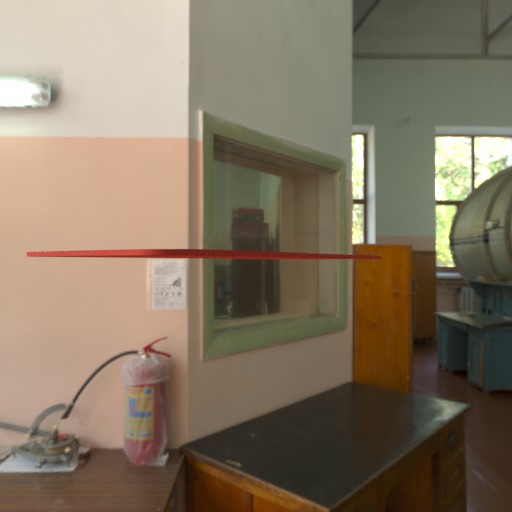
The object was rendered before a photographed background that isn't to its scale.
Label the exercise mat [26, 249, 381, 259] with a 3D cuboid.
[{"bbox_3d":[0.000,0.000,2.055,0.616,0.021,1.869,-1,-1,34],"label":"exercise mat"}]
